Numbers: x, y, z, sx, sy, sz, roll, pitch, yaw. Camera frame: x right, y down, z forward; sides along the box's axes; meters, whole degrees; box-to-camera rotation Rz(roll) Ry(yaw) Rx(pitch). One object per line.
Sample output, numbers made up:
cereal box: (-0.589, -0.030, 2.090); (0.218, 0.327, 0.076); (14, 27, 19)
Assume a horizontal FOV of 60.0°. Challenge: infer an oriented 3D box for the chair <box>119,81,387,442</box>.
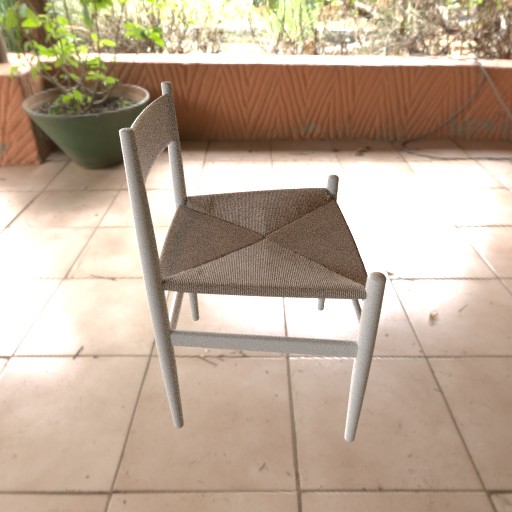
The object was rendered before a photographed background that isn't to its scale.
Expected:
chair: (0.000, 0.000, 1.126); (0.495, 0.762, 0.556); (0, 31, -1)
